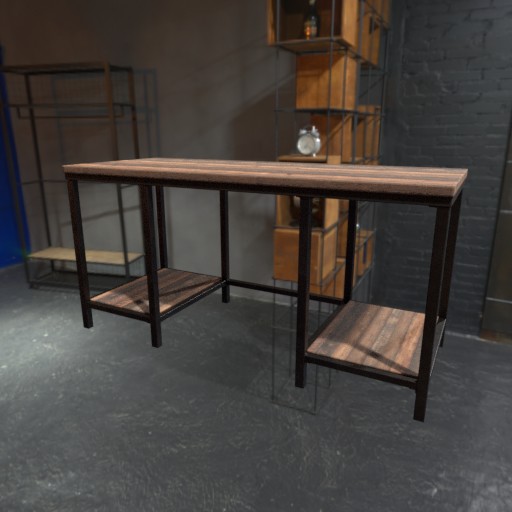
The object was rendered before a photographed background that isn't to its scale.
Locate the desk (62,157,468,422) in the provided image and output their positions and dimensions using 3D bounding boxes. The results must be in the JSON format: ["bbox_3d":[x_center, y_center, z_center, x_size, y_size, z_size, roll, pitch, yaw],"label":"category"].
[{"bbox_3d":[0.000,0.000,1.910,1.538,0.753,0.617,8,18,26],"label":"desk"}]
